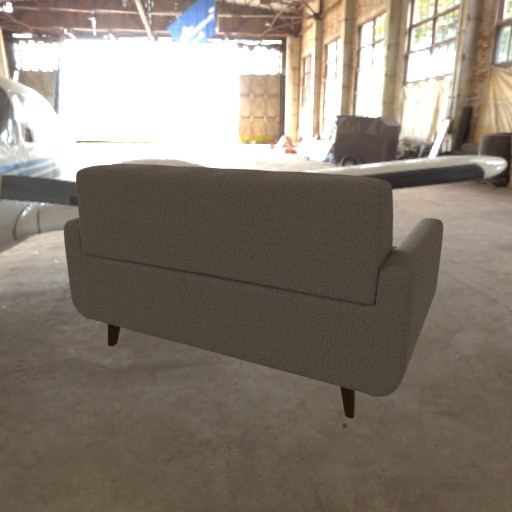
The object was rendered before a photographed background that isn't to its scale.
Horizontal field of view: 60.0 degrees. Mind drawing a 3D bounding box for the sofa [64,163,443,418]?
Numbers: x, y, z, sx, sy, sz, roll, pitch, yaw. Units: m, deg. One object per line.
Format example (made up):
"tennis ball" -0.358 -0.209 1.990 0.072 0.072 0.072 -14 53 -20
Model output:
"sofa" 0.000 0.000 2.238 1.651 0.925 0.952 8 18 26
